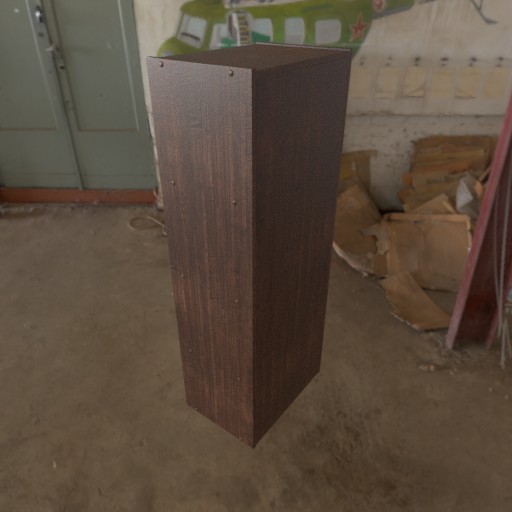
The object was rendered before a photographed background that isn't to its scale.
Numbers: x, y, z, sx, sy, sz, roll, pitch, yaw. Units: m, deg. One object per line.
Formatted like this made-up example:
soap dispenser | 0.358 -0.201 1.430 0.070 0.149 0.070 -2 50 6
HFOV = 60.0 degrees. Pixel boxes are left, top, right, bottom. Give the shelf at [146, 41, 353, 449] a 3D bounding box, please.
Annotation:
shelf | 0.000 0.000 1.309 0.290 1.099 0.415 21 37 31
